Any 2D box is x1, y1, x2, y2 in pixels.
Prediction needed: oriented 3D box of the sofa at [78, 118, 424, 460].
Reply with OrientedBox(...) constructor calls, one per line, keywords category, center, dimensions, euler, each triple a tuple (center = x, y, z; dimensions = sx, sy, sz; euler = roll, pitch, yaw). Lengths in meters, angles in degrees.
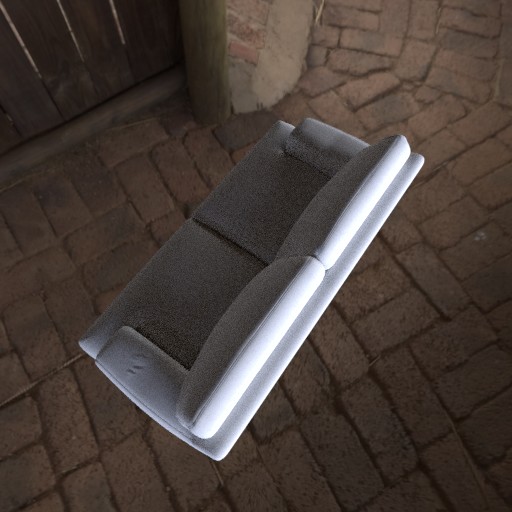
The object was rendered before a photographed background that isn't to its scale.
OrientedBox(category="sofa", center=(0.000, 0.000, 2.854), dimensions=(1.143, 0.940, 2.261), euler=(33, 68, 15))
